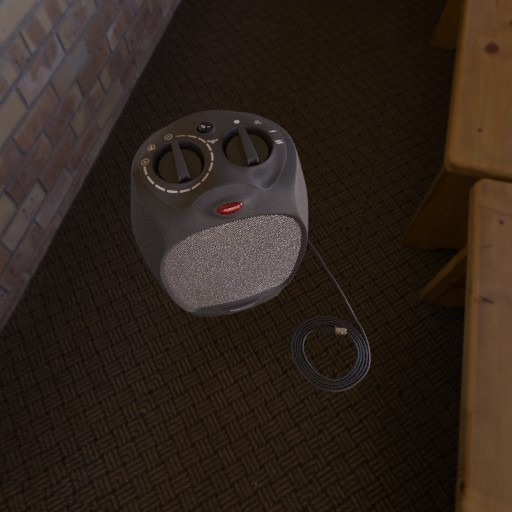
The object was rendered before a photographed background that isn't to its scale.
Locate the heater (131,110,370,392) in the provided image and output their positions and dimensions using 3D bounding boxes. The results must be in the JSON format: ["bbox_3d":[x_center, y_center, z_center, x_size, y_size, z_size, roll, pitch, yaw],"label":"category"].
[{"bbox_3d":[0.000,0.000,0.482,0.239,0.255,0.291,-15,64,-8],"label":"heater"}]
